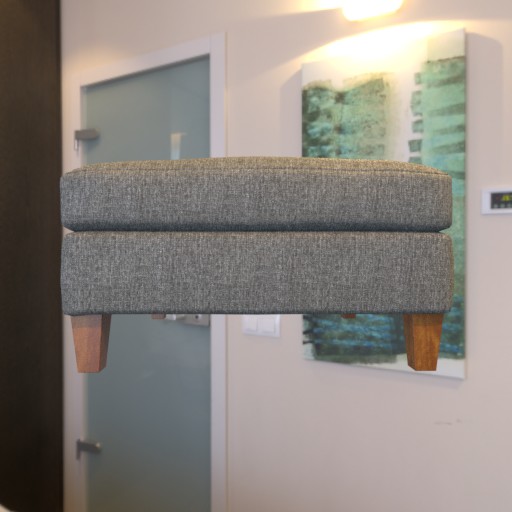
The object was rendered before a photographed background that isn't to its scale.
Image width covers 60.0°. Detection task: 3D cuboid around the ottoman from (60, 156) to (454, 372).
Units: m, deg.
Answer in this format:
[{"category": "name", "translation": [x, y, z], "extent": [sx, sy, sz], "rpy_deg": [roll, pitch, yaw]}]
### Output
[{"category": "ottoman", "translation": [0.000, 0.000, 1.318], "extent": [0.838, 0.481, 0.838], "rpy_deg": [0, 1, -1]}]
